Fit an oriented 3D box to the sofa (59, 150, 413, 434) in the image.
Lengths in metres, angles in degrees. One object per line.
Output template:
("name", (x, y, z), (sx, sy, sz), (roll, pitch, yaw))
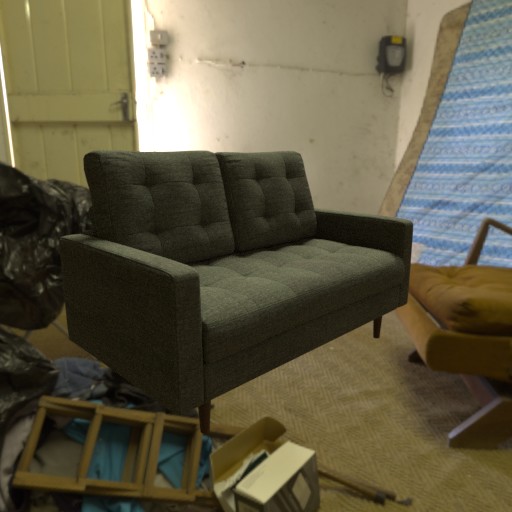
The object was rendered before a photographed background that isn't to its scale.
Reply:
("sofa", (0.000, 0.000, 1.956), (1.407, 0.907, 0.842), (-13, 18, -43))
